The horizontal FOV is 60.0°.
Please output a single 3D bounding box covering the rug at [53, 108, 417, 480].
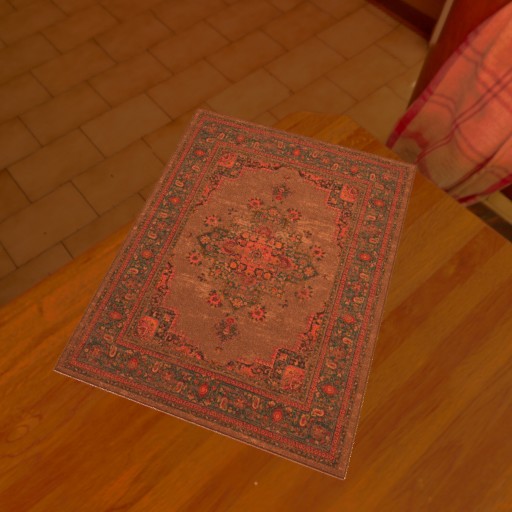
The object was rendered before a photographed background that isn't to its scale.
[{"bbox_3d":[0.000,0.000,4.073,2.434,0.013,3.057,17,64,9],"label":"rug"}]
